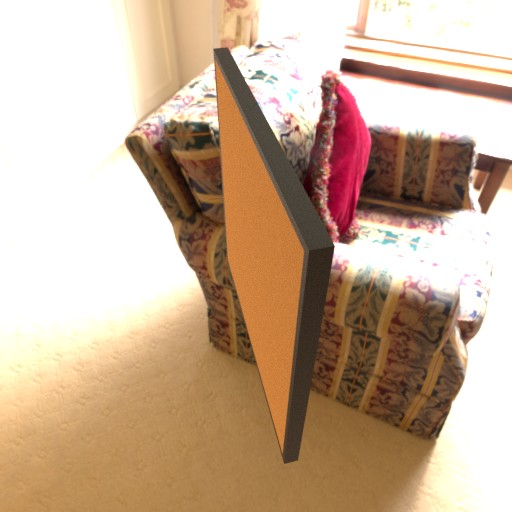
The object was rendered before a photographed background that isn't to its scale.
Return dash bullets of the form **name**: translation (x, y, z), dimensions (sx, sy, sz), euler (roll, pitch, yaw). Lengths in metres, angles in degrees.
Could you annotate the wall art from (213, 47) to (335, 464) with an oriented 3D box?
- **wall art**: translation (0.000, 0.000, 1.137), dimensions (0.038, 0.763, 0.763), euler (-10, 46, -10)
